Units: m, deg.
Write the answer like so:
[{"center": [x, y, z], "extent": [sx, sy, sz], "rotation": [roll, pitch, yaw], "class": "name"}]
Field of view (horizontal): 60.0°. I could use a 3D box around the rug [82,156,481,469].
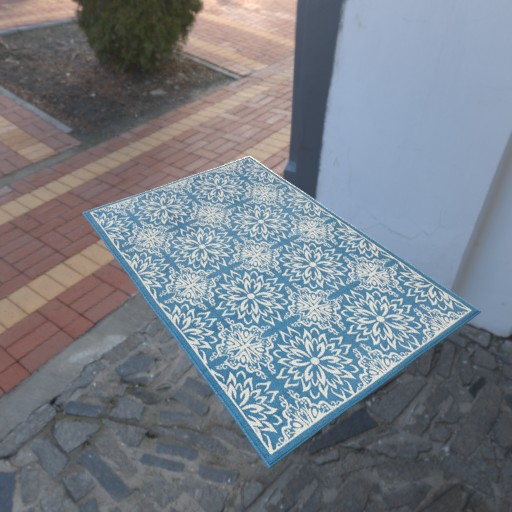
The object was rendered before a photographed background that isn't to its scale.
[{"center": [0.000, 0.000, 3.497], "extent": [1.830, 0.018, 2.769], "rotation": [-25, 46, -26], "class": "rug"}]
